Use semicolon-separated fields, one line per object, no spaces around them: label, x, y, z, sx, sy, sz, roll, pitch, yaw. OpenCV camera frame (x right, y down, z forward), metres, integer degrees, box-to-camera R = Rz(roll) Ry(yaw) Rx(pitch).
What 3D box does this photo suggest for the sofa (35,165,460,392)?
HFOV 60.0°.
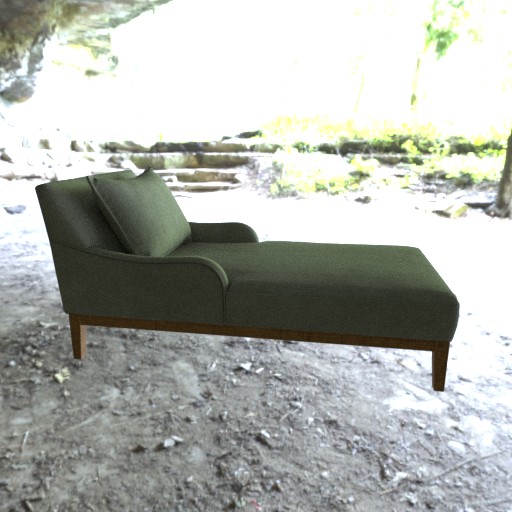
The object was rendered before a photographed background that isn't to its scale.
sofa;0.000;0.000;2.266;1.779;0.859;0.894;3;15;9
